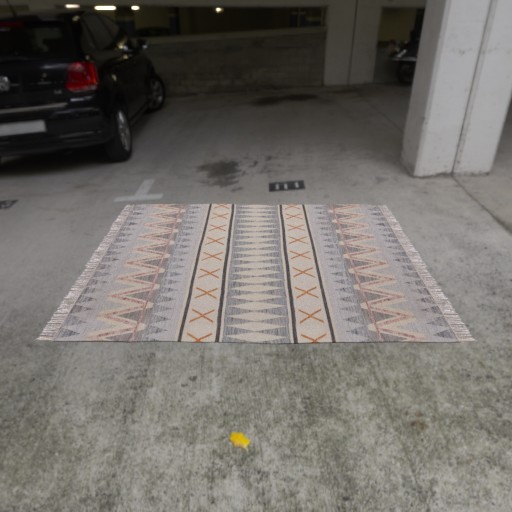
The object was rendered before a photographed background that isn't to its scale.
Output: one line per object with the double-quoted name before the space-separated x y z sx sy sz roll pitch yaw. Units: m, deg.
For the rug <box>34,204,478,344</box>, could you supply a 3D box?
"rug" 0.000 0.000 4.001 3.000 0.012 2.371 0 30 0
